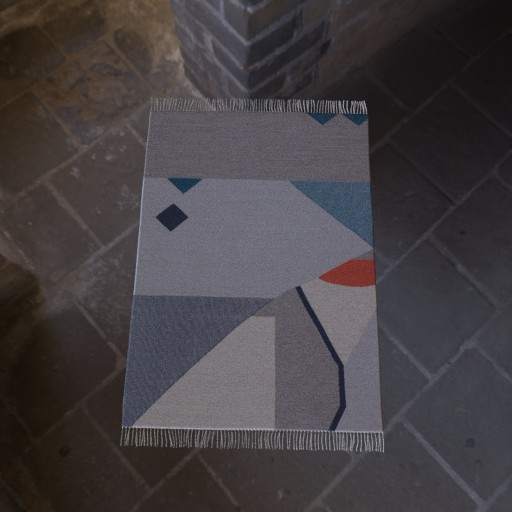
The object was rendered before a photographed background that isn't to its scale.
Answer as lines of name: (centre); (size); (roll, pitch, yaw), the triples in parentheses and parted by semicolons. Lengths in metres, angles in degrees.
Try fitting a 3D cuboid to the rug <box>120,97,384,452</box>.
rug: (0.000, 0.000, 2.258); (1.220, 0.005, 1.828); (1, 75, 0)
